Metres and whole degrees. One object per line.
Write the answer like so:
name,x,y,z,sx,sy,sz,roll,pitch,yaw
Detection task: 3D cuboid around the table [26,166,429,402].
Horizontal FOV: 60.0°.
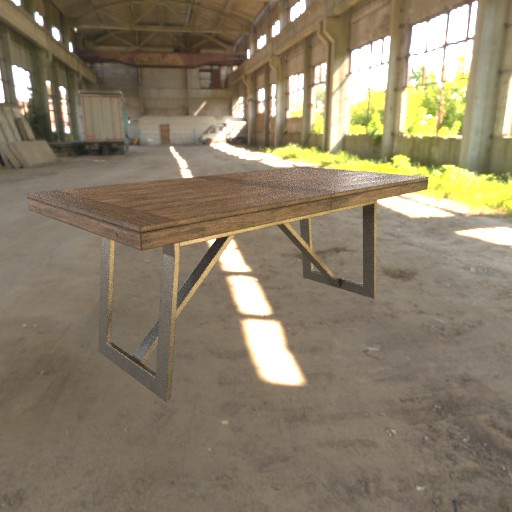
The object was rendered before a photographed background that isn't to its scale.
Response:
table,0.000,0.000,2.333,1.867,0.757,0.931,-16,22,-43
